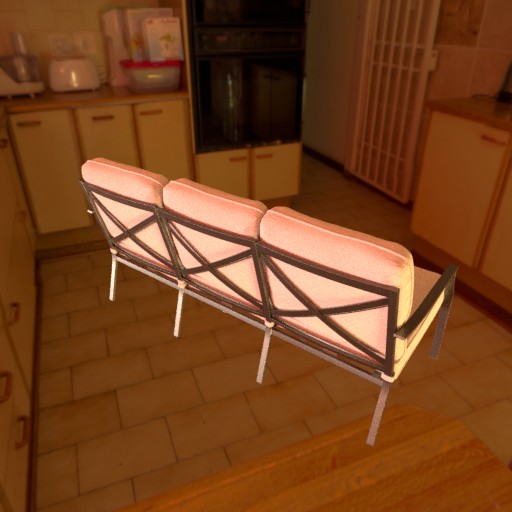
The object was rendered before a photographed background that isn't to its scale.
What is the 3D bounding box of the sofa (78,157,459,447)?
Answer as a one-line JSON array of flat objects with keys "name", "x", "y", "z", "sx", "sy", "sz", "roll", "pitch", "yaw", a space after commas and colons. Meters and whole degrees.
[{"name": "sofa", "x": 0.000, "y": 0.000, "z": 2.205, "sx": 1.740, "sy": 0.860, "sz": 0.787, "roll": 20, "pitch": 35, "yaw": 32}]
